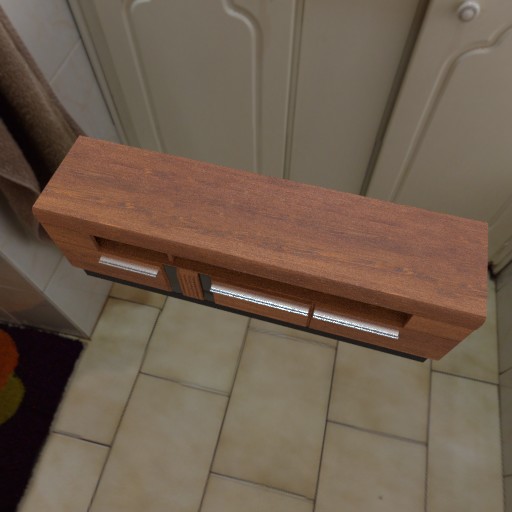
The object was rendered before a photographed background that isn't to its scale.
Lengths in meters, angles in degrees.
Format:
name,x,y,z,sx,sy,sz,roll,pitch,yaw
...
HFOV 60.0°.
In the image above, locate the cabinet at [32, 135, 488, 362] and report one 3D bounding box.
name,x,y,z,sx,sy,sz,roll,pitch,yaw
cabinet,0.000,0.000,1.805,1.600,0.510,0.419,14,61,8
